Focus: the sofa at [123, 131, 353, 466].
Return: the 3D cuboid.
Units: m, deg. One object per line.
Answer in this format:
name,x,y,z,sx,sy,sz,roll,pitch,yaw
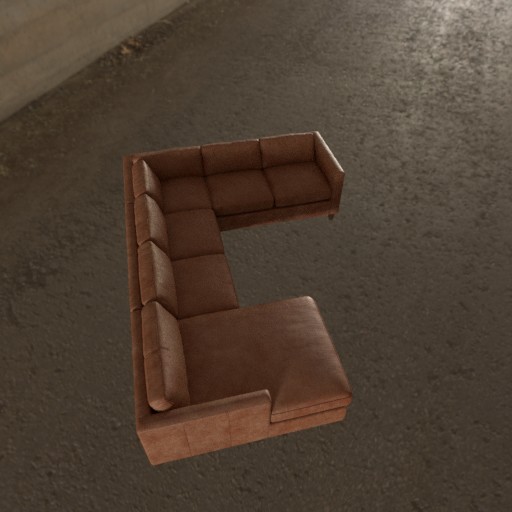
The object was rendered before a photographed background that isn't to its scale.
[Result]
sofa,0.000,0.000,4.473,2.430,0.832,3.401,-10,46,-9
